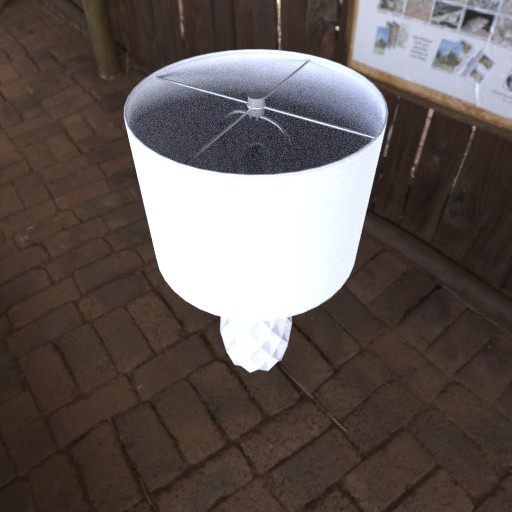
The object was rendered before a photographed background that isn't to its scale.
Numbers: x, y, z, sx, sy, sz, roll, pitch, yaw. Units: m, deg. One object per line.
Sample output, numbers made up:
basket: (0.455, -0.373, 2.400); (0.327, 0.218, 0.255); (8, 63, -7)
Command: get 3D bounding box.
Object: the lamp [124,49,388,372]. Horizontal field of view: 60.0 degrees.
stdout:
lamp: (0.000, 0.000, 0.691); (0.297, 0.522, 0.297); (0, 46, 0)
